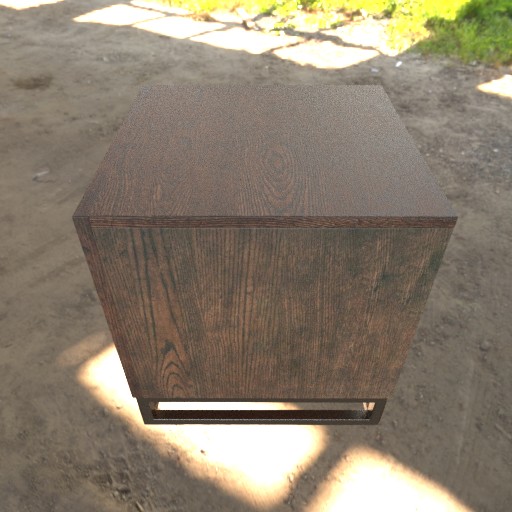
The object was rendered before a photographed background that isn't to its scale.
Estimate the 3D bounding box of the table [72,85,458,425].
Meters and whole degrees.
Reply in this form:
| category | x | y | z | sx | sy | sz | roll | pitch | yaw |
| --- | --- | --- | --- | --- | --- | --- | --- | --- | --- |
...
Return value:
| category | x | y | z | sx | sy | sz | roll | pitch | yaw |
| --- | --- | --- | --- | --- | --- | --- | --- | --- | --- |
| table | 0.000 | 0.000 | 0.998 | 0.566 | 0.582 | 0.506 | 0 | 41 | 0 |
